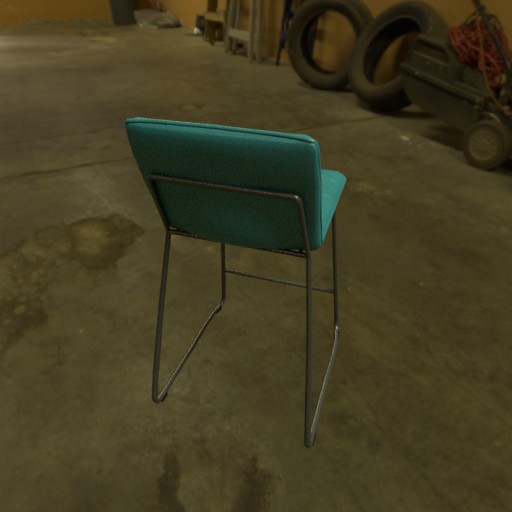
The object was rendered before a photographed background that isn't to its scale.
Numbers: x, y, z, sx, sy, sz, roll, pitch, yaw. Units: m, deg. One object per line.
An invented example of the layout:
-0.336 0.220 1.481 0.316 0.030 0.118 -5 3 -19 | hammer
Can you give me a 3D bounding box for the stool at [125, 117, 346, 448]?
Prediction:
0.000 0.000 1.232 0.489 0.866 0.524 10 35 15 | stool
